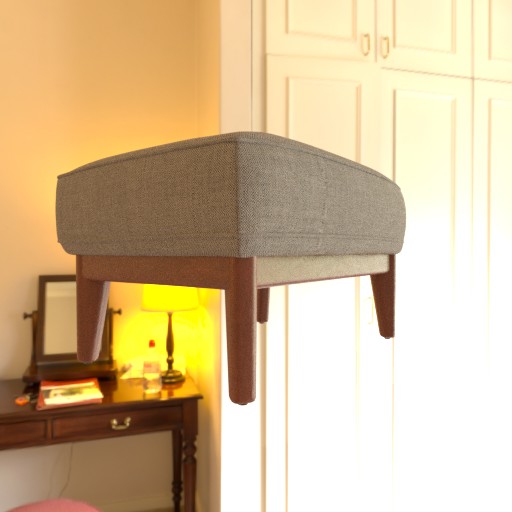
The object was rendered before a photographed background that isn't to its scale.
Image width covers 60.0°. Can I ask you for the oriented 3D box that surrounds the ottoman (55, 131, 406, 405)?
[{"bbox_3d":[0.000,0.000,1.084,0.555,0.458,0.750,1,1,37],"label":"ottoman"}]
